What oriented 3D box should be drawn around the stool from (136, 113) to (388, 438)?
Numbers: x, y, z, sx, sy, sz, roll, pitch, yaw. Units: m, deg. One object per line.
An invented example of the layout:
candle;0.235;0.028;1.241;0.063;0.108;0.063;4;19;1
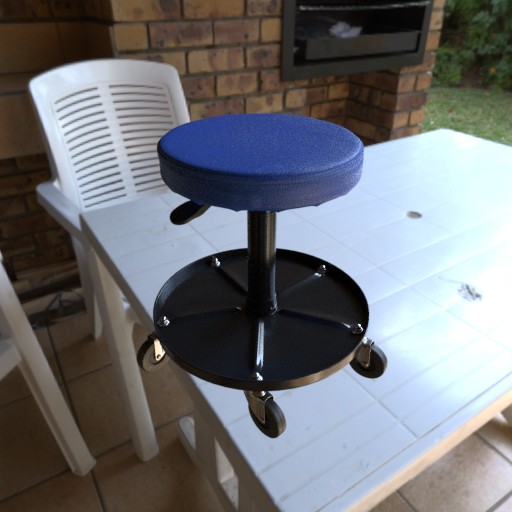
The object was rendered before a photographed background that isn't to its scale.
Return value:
stool;0.000;0.000;0.677;0.382;0.365;0.381;-22;37;-31
